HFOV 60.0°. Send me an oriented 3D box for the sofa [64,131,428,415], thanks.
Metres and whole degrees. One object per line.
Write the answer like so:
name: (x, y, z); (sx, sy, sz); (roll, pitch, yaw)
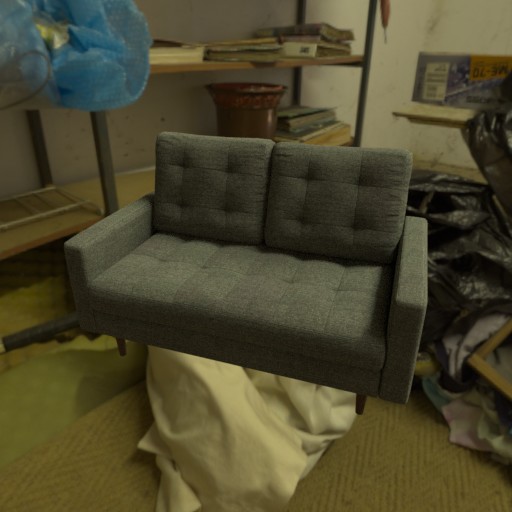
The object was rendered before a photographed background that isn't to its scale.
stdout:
sofa: (0.000, 0.000, 1.967); (1.407, 0.907, 0.842); (9, 28, 17)
